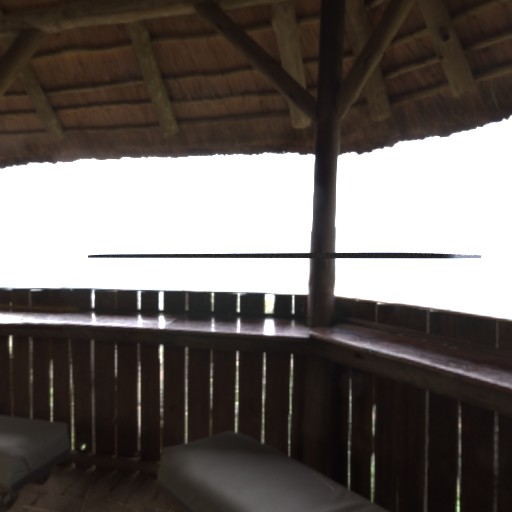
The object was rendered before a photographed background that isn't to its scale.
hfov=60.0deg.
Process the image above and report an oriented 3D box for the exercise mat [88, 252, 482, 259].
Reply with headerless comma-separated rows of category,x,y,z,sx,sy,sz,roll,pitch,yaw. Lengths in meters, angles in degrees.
exercise mat,0.000,0.000,2.122,1.884,0.021,0.616,0,0,36
